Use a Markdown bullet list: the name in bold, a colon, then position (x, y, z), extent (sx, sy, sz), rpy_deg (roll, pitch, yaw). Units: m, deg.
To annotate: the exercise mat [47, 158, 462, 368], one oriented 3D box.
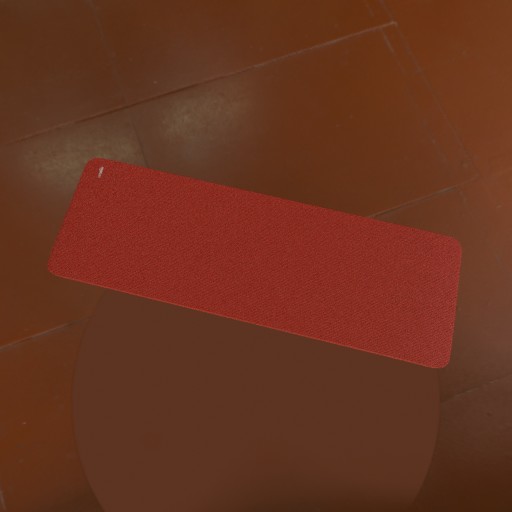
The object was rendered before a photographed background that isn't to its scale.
- **exercise mat**: position (0.000, 0.000, 2.067), extent (1.869, 0.021, 0.616), rpy_deg (13, 75, 4)
